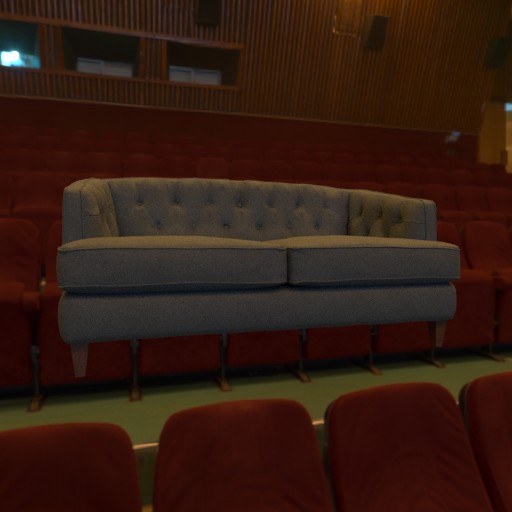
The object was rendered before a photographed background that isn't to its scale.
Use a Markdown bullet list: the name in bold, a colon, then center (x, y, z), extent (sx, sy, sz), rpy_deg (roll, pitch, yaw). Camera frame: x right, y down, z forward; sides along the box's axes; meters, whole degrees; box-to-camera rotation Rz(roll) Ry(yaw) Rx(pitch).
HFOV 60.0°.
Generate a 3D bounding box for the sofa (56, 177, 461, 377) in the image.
- **sofa**: center (0.000, 0.000, 2.197), extent (1.733, 0.855, 0.941), rpy_deg (0, 1, -18)
